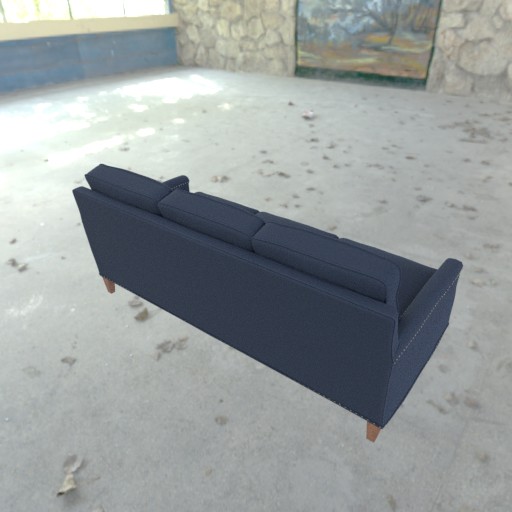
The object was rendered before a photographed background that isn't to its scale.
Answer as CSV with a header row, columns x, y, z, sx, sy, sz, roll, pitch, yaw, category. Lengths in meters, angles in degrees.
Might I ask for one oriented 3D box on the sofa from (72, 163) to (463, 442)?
x,y,z,sx,sy,sz,roll,pitch,yaw,category
0.000,0.000,2.812,2.246,1.003,1.084,21,37,31,sofa
